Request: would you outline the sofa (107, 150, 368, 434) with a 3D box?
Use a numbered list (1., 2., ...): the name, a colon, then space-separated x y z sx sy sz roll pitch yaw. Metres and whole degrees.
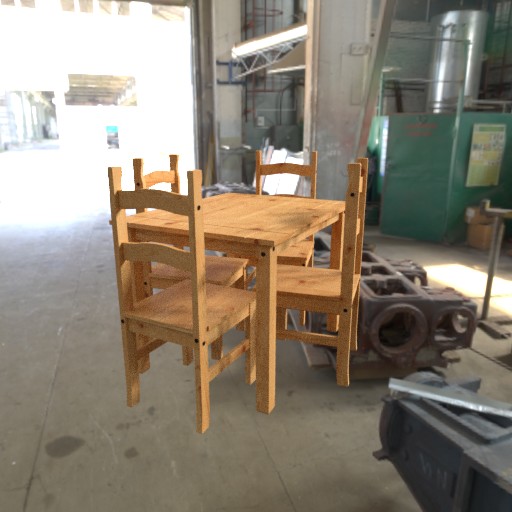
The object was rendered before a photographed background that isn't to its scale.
1. sofa: 0.000 0.000 2.298 1.144 1.000 1.529 8 18 27
